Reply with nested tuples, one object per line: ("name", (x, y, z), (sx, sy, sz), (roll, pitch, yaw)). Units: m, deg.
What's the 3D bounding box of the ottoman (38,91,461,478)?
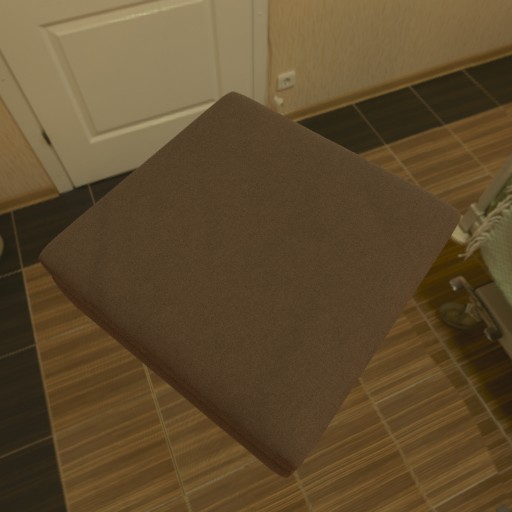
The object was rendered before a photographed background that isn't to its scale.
("ottoman", (0.000, 0.000, 1.812), (1.181, 0.470, 1.181), (33, 65, 18))
